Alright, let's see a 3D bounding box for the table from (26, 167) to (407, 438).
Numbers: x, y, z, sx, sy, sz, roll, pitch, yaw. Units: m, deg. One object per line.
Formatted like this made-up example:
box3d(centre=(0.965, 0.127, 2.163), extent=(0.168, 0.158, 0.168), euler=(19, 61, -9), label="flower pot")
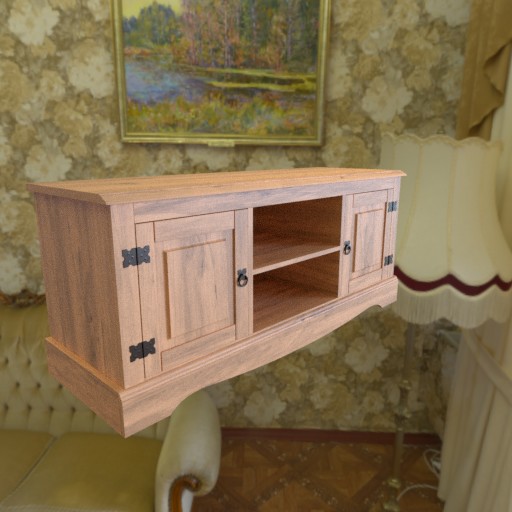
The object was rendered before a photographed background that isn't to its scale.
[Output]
box3d(centre=(0.000, 0.000, 1.423), extent=(0.400, 0.510, 1.200), euler=(13, 19, 43), label="table")
